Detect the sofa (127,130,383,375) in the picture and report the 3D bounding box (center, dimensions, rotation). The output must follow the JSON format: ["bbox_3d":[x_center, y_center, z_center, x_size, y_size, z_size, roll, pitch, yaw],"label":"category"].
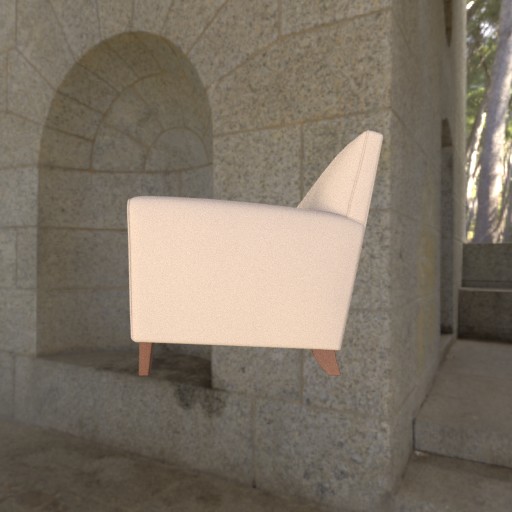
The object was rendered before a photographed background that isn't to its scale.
[{"bbox_3d":[0.000,0.000,2.456,0.875,0.846,2.000,0,-1,0],"label":"sofa"}]
